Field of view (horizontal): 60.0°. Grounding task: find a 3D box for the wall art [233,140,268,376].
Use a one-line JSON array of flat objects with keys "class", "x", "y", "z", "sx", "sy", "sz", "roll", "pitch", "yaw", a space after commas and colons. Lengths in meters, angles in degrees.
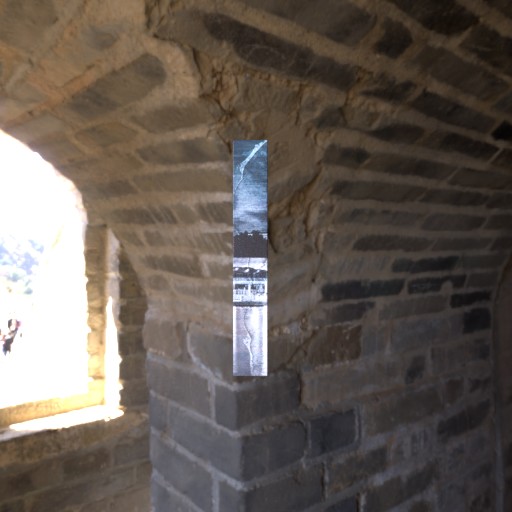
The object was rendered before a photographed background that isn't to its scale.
[{"class": "wall art", "x": 0.000, "y": 0.000, "z": 0.850, "sx": 0.037, "sy": 0.251, "sz": 0.759, "roll": 0, "pitch": 0, "yaw": 1}]
